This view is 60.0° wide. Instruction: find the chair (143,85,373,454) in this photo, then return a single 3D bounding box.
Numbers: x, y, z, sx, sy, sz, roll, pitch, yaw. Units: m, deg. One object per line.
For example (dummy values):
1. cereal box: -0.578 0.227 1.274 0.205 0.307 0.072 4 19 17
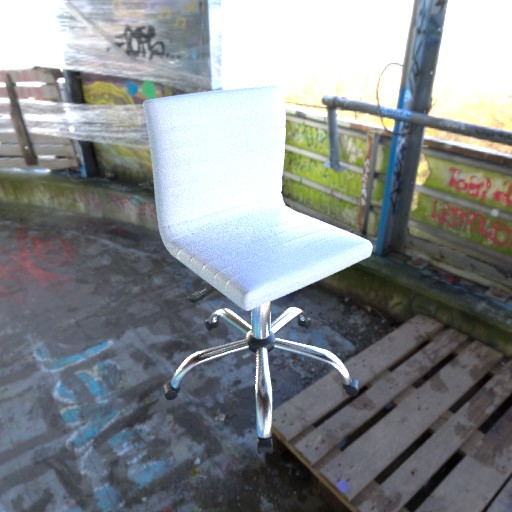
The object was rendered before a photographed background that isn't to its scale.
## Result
1. chair: 0.000 0.000 1.153 0.556 0.780 0.530 -20 35 -32
